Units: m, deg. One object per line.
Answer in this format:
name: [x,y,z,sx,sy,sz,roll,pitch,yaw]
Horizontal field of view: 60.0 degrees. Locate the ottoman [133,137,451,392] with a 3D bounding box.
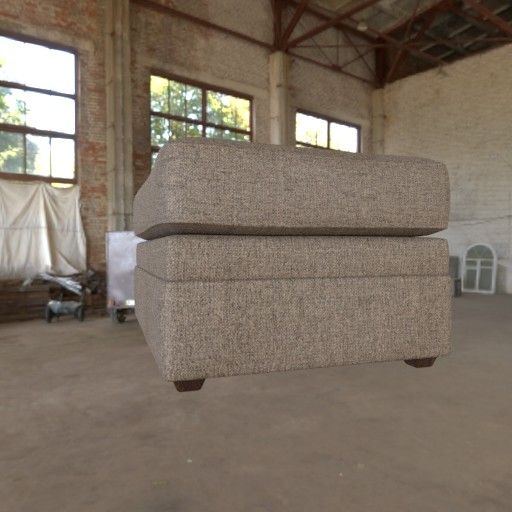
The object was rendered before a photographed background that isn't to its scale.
ottoman: [0.000,0.000,1.248,0.637,0.478,0.885,0,1,-19]
